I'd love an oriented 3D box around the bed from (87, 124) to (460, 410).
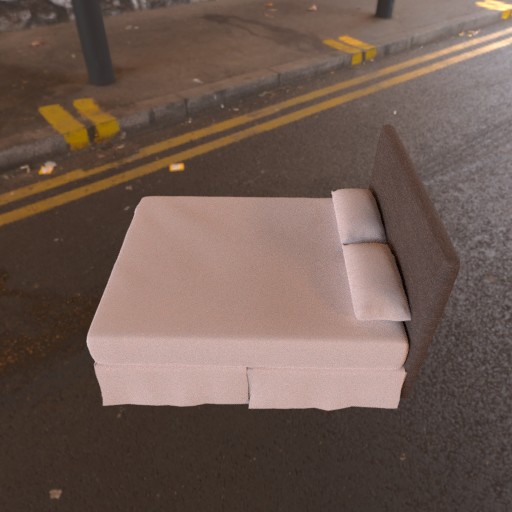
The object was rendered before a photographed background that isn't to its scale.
[{"bbox_3d":[0.000,0.000,3.254,2.142,1.330,1.723,1,41,1],"label":"bed"}]
